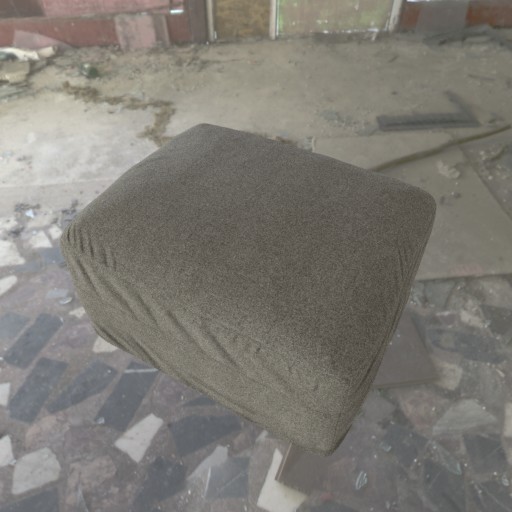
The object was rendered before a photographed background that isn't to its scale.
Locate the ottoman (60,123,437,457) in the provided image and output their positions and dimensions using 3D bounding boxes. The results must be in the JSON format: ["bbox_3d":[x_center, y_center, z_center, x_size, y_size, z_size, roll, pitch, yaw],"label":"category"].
[{"bbox_3d":[0.000,0.000,1.255,0.837,0.481,0.683,22,50,20],"label":"ottoman"}]
